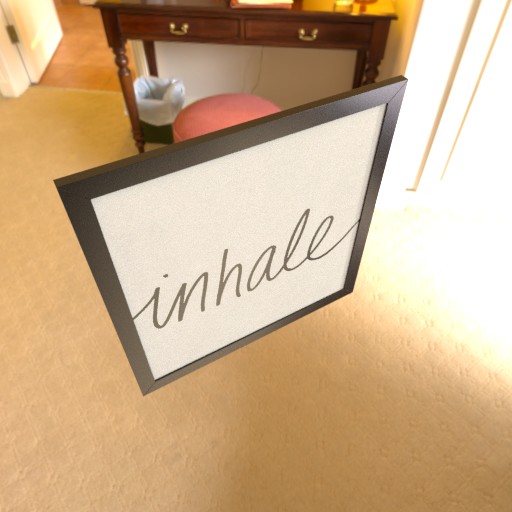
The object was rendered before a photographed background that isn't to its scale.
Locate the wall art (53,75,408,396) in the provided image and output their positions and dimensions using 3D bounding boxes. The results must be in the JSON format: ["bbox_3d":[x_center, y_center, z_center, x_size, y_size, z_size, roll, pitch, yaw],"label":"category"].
[{"bbox_3d":[0.000,0.000,0.663,0.446,0.445,0.014,-23,51,-20],"label":"wall art"}]
